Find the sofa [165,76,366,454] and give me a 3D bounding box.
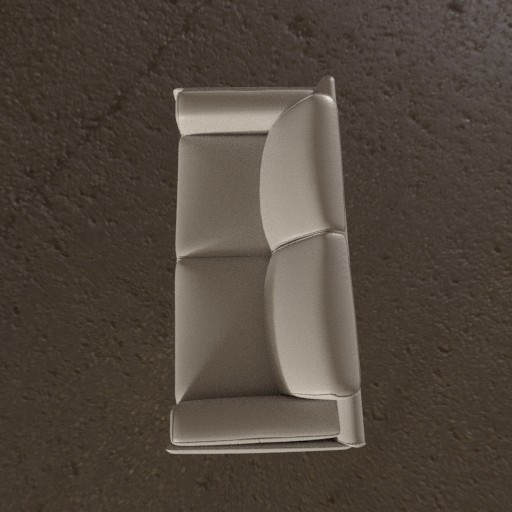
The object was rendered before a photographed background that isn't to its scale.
[{"bbox_3d":[0.000,0.000,2.574,1.049,0.930,2.101,-2,76,0],"label":"sofa"}]
